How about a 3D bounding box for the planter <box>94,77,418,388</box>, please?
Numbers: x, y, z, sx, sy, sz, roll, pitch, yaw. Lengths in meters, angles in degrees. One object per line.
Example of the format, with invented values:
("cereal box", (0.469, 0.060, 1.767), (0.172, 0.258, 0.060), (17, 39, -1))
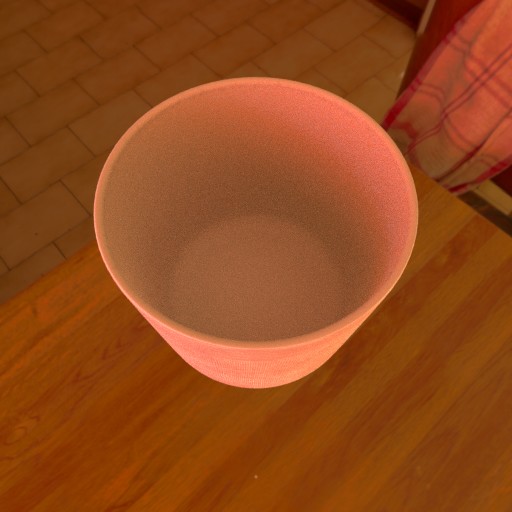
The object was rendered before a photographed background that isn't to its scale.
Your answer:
("planter", (0.000, 0.000, 0.785), (0.440, 0.398, 0.440), (0, 64, 0))
